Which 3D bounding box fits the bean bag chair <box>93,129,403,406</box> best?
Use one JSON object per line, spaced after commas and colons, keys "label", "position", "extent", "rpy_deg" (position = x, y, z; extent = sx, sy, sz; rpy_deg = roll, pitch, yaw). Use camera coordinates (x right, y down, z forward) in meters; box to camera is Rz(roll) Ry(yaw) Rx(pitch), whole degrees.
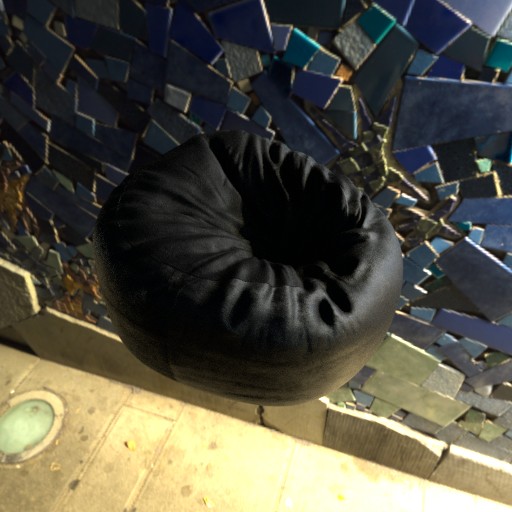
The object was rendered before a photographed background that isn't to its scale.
{"label": "bean bag chair", "position": [0.000, 0.000, 2.386], "extent": [1.524, 0.878, 1.524], "rpy_deg": [24, 46, 25]}
